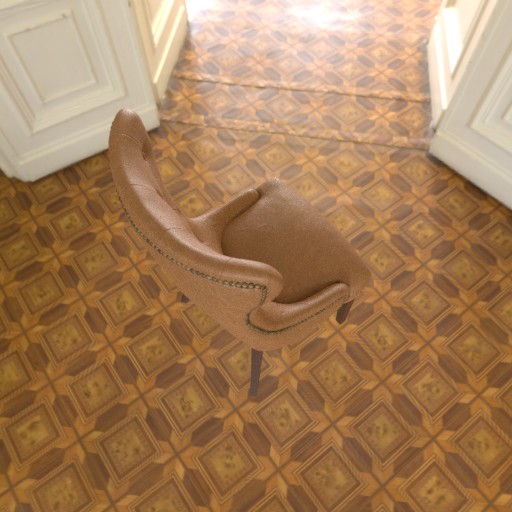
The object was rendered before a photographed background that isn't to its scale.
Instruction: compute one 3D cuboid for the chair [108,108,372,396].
[{"bbox_3d":[0.000,0.000,1.479,0.669,1.065,0.611,-34,66,-18],"label":"chair"}]
